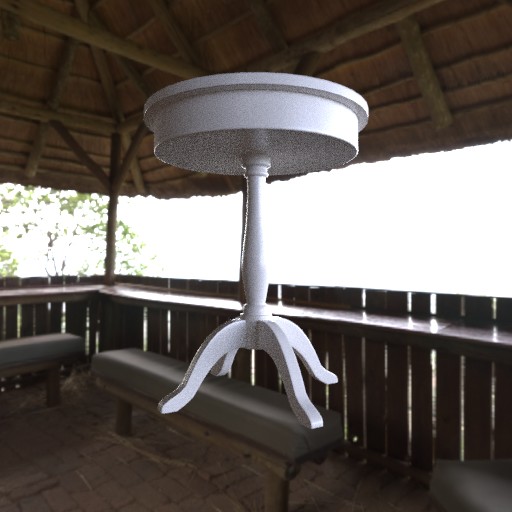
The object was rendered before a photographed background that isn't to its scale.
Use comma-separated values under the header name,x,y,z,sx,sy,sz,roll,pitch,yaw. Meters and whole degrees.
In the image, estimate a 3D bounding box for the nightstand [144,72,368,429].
name,x,y,z,sx,sy,sz,roll,pitch,yaw
nightstand,0.000,0.000,1.042,0.513,0.653,0.513,0,0,-20
